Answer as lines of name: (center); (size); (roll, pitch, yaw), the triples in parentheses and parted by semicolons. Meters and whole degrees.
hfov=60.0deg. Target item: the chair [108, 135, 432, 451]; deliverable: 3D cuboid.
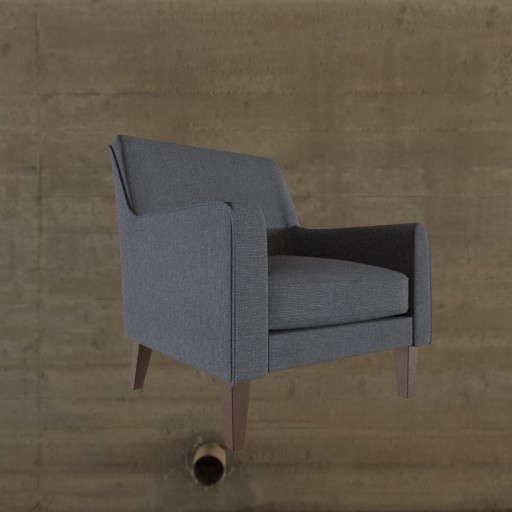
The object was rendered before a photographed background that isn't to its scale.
chair: (0.000, 0.000, 1.562); (0.780, 0.919, 0.899); (0, 0, -36)
